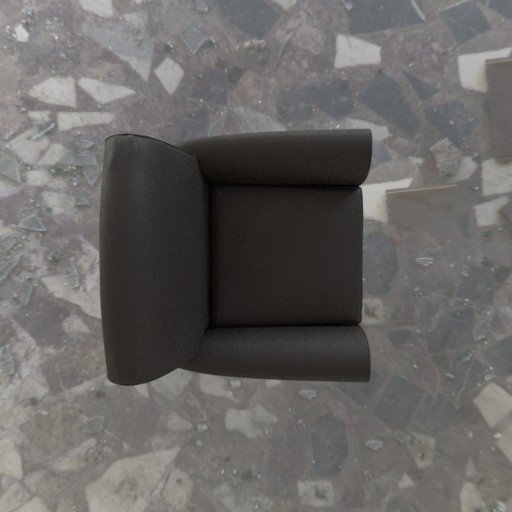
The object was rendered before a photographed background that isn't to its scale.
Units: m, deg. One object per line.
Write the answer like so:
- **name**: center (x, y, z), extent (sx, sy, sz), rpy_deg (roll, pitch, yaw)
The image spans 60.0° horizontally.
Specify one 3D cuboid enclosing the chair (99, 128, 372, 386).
- **chair**: center (0.000, 0.000, 1.772), extent (0.902, 1.061, 0.978), rpy_deg (0, 92, 0)
